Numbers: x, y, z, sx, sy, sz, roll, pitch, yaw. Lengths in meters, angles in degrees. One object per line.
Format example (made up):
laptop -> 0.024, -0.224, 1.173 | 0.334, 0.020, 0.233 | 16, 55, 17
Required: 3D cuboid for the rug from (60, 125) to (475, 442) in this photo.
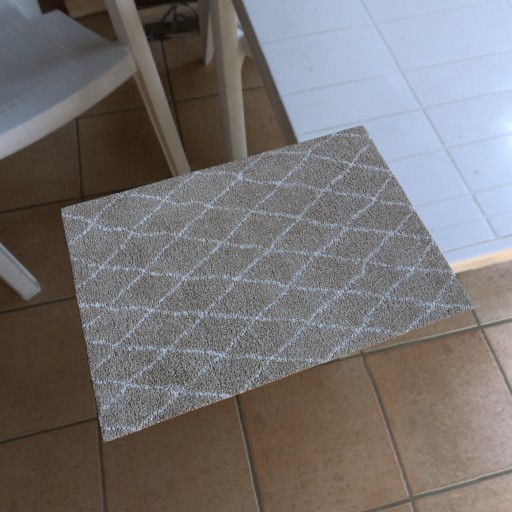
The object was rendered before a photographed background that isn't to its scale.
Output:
rug -> 0.000, 0.000, 2.231 | 1.778, 0.030, 1.219 | -17, 64, -9
